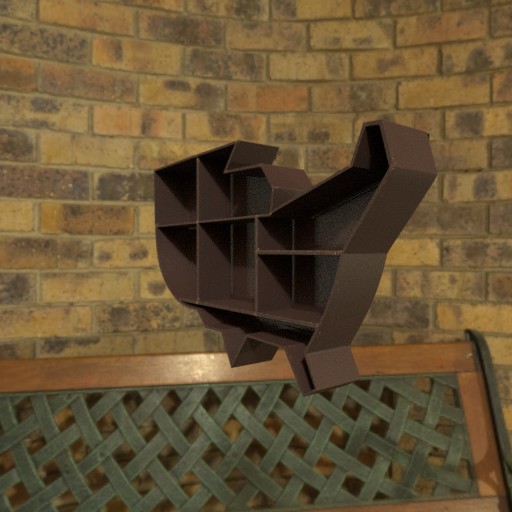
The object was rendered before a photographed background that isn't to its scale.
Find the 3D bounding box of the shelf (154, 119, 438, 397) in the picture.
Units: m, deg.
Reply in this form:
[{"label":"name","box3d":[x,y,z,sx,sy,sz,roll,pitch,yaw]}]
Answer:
[{"label":"shelf","box3d":[0.000,0.000,0.888,0.112,0.439,0.729,-1,1,-37]}]
